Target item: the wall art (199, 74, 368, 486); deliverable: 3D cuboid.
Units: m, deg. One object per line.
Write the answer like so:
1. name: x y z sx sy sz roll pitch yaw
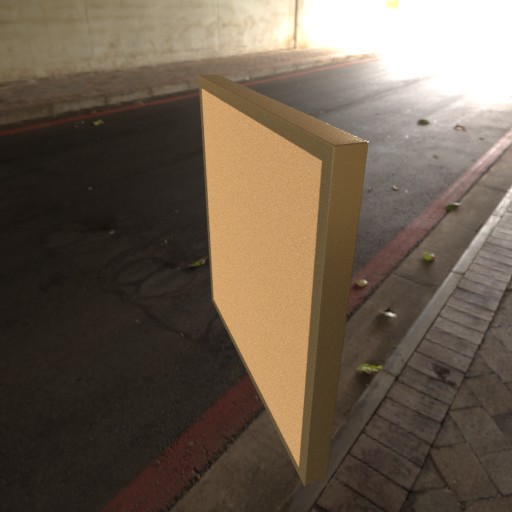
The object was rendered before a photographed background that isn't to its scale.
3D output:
1. wall art: 0.000 0.000 0.447 0.023 0.305 0.305 -10 31 -18
